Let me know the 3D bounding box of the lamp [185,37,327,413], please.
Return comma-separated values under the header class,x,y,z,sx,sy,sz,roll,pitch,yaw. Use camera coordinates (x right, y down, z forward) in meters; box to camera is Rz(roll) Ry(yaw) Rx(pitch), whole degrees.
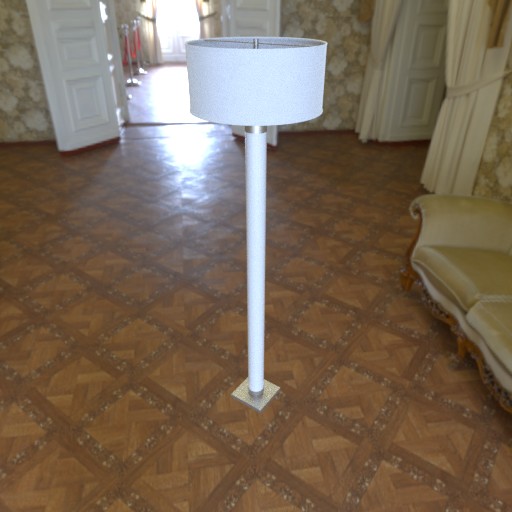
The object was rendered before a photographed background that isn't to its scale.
class,x,y,z,sx,sy,sz,roll,pitch,yaw
lamp,0.000,0.000,1.672,0.420,1.475,0.420,19,35,30
